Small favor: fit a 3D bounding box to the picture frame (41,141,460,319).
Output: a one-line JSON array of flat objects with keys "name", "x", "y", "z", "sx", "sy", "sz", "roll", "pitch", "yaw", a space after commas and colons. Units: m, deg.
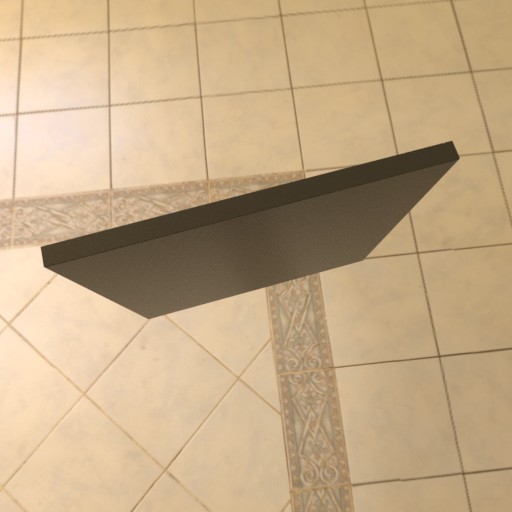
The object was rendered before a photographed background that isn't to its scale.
[{"name": "picture frame", "x": 0.000, "y": 0.000, "z": 0.847, "sx": 0.559, "sy": 0.557, "sz": 0.029, "roll": -15, "pitch": 76, "yaw": -4}]
